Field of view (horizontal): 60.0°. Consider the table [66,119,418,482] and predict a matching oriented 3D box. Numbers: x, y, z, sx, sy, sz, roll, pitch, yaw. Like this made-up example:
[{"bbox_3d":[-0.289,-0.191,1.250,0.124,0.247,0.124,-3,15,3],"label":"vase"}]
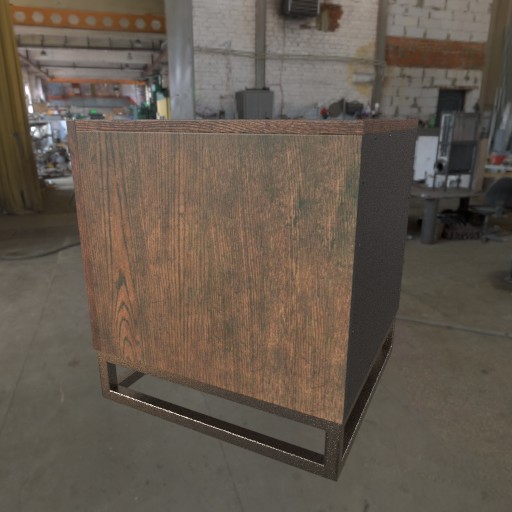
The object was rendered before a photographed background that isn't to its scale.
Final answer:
[{"bbox_3d":[0.000,0.000,0.989,0.566,0.582,0.506,8,19,26],"label":"table"}]
